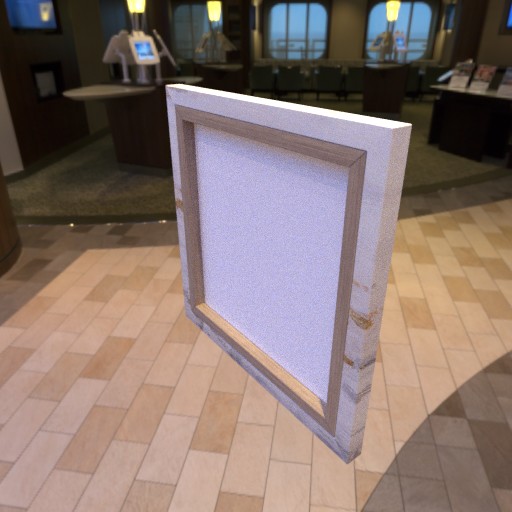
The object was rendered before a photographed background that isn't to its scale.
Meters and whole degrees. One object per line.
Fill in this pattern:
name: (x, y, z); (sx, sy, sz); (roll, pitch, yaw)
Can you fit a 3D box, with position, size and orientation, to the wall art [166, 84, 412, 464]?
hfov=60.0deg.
wall art: (0.000, 0.000, 0.912); (0.040, 0.613, 0.611); (-19, 32, -33)
